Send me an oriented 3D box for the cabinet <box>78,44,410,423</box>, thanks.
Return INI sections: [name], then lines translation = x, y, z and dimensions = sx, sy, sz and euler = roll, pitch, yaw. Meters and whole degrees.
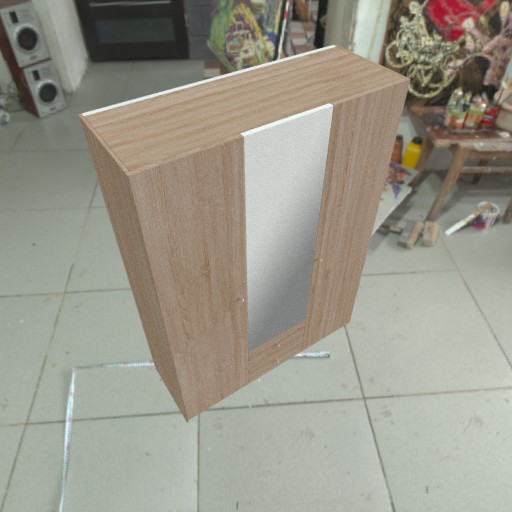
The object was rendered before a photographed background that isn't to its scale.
[cabinet]
translation = 0.000, 0.000, 2.831
dimensions = 1.500, 2.120, 0.590
euler = -25, 50, -23
